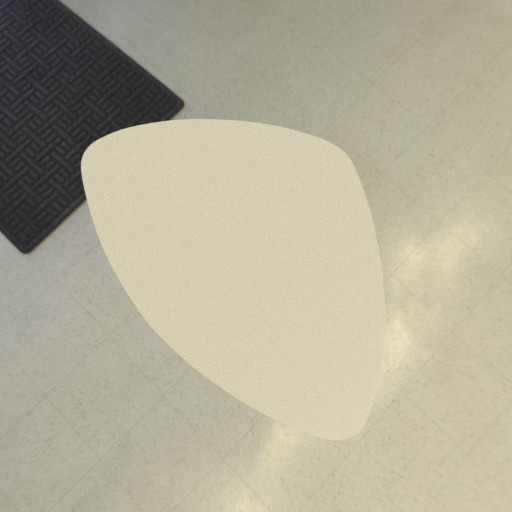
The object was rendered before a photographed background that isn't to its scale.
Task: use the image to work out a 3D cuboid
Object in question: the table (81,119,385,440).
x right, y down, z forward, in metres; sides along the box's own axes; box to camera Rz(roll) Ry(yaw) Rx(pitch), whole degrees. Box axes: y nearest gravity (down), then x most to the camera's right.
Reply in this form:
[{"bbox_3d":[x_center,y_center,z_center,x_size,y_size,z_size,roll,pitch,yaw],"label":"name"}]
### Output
[{"bbox_3d":[0.000,0.000,1.628,0.850,0.440,1.250,-42,79,-10],"label":"table"}]
